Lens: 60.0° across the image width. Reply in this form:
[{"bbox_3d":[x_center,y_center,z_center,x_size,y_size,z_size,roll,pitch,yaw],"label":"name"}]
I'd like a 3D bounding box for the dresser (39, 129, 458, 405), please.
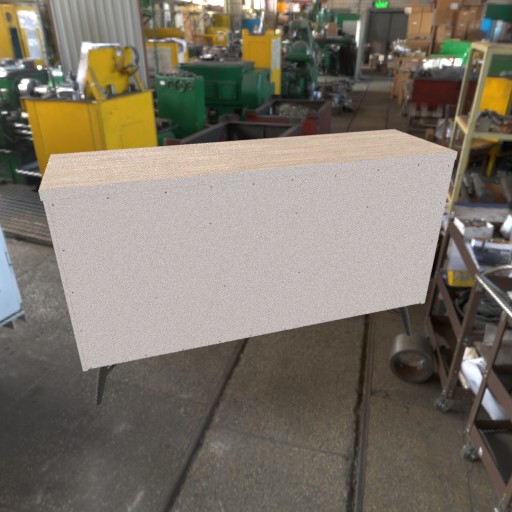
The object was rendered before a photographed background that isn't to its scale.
[{"bbox_3d":[0.000,0.000,1.947,1.524,0.914,0.457,-8,29,-16],"label":"dresser"}]
